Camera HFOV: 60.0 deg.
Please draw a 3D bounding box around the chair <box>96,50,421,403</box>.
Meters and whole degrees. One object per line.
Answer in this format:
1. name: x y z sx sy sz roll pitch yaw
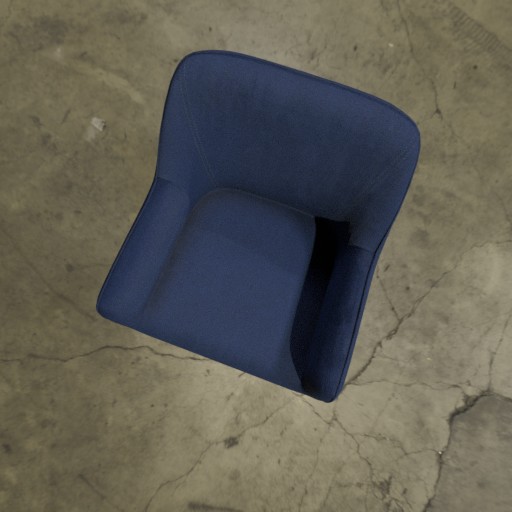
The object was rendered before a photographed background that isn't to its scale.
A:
1. chair: 0.000 0.000 1.214 0.600 0.820 0.600 20 76 5
